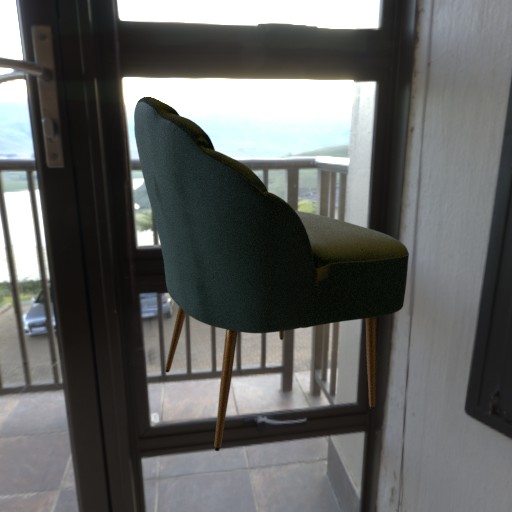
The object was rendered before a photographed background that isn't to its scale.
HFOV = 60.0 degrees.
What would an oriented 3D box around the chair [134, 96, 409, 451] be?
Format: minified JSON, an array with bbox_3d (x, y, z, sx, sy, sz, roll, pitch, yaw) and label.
[{"bbox_3d":[0.000,0.000,1.238,0.599,0.819,0.657,-7,16,-26],"label":"chair"}]
